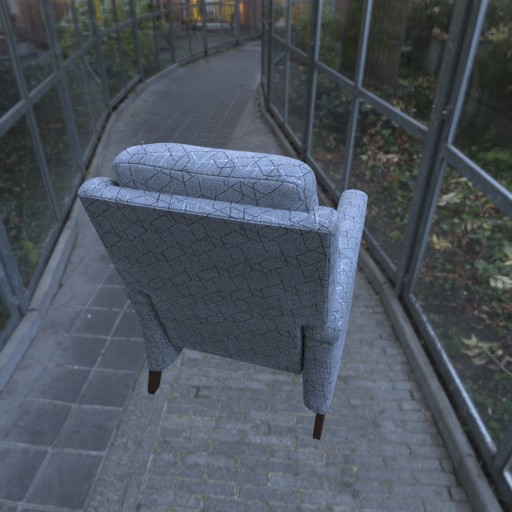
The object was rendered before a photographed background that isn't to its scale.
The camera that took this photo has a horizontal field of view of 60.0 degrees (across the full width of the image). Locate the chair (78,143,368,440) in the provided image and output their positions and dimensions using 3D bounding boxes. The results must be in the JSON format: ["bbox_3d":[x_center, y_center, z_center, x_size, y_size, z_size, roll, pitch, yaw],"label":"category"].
[{"bbox_3d":[0.000,0.000,1.689,0.753,1.048,0.987,10,33,15],"label":"chair"}]
